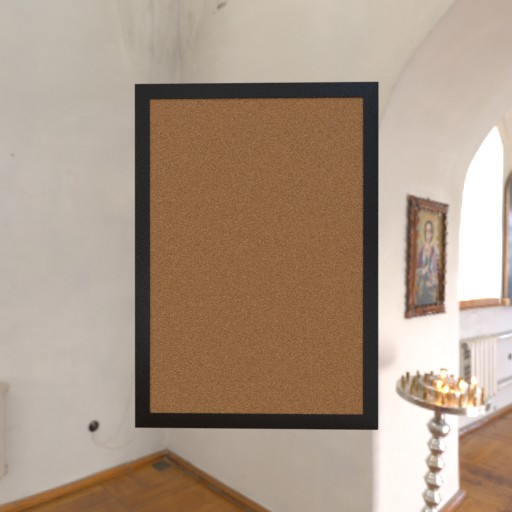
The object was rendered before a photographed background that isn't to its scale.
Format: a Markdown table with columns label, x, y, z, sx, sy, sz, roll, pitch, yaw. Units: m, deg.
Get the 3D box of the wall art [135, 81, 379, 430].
| label | x | y | z | sx | sy | sz | roll | pitch | yaw |
| --- | --- | --- | --- | --- | --- | --- | --- | --- | --- |
| wall art | 0.000 | 0.000 | 0.559 | 0.304 | 0.432 | 0.013 | 0 | 0 | 1 |
